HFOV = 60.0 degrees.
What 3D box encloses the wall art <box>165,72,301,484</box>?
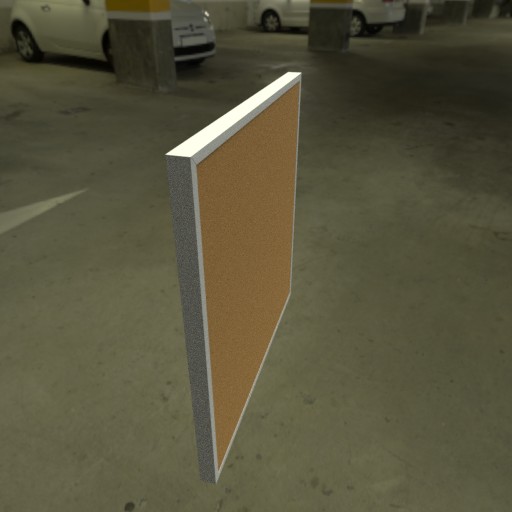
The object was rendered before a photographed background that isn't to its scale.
[{"bbox_3d":[0.000,0.000,1.124,0.038,0.762,0.762,9,32,14],"label":"wall art"}]
